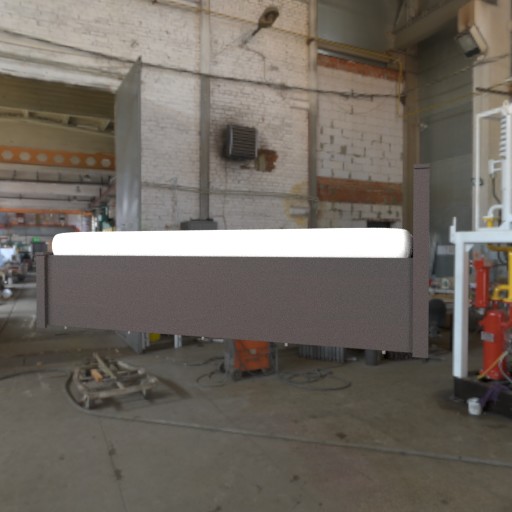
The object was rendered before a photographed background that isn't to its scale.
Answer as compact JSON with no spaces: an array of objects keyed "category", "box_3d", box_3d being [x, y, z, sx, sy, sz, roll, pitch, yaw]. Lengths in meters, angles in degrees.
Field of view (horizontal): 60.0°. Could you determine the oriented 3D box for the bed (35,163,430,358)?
[{"category":"bed","box_3d":[0.000,0.000,2.957,2.103,0.808,1.634,0,1,20]}]
